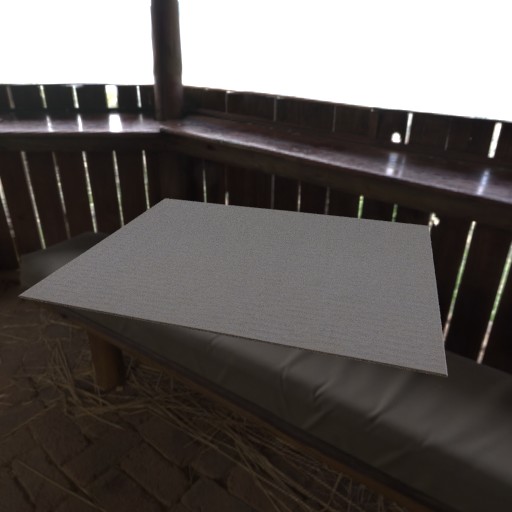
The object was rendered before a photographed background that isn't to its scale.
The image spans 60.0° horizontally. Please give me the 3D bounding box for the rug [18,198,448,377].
[{"bbox_3d":[0.000,0.000,4.006,3.055,0.021,2.410,8,27,15],"label":"rug"}]
